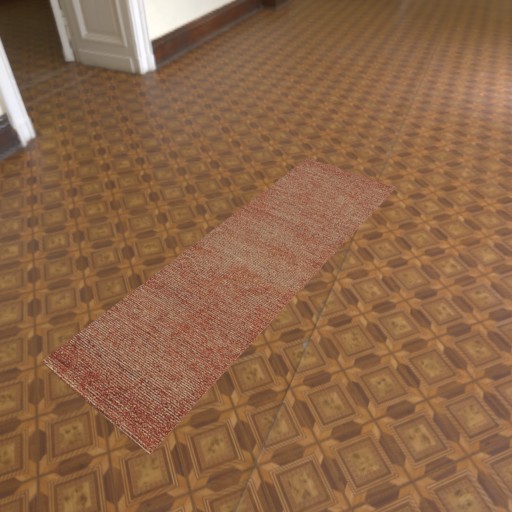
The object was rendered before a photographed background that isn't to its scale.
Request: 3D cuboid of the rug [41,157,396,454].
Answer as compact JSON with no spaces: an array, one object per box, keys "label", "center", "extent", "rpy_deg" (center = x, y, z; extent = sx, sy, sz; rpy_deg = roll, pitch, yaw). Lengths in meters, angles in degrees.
[{"label":"rug","center":[0.000,0.000,2.576],"extent":[0.718,0.013,2.353],"rpy_deg":[26,48,26]}]
